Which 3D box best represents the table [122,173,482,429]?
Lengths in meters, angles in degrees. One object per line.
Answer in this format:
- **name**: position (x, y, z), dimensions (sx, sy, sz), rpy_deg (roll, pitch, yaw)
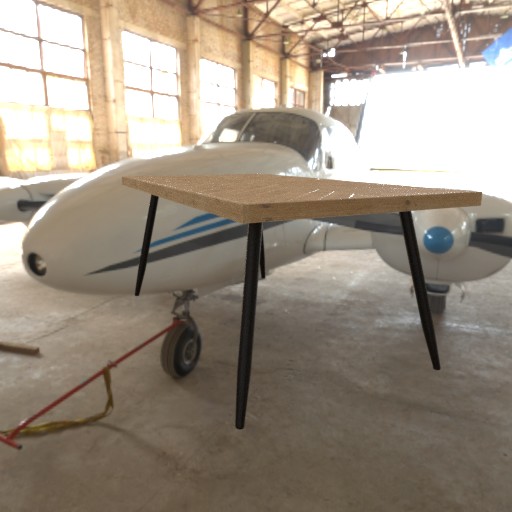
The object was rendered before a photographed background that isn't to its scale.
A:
- **table**: position (0.000, 0.000, 2.312), dimensions (0.991, 0.762, 1.803), rpy_deg (-6, 14, -26)
